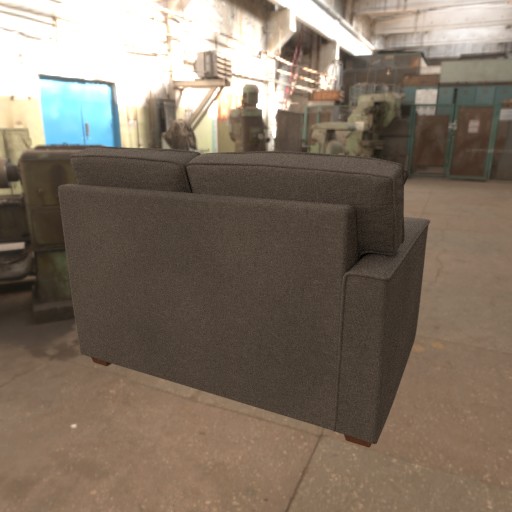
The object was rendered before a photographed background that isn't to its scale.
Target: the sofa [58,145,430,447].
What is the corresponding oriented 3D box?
[{"bbox_3d":[0.000,0.000,2.041,1.388,0.989,0.991,8,18,26],"label":"sofa"}]
